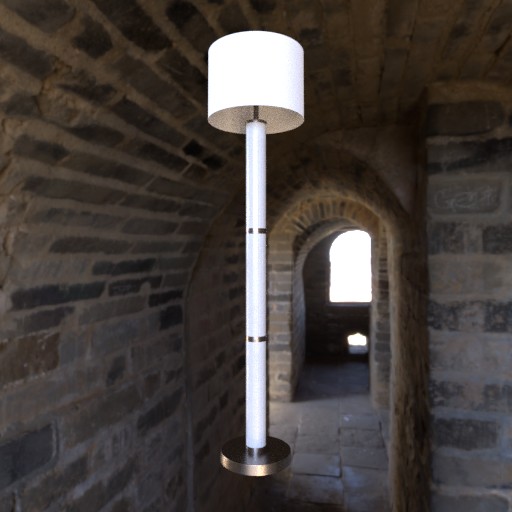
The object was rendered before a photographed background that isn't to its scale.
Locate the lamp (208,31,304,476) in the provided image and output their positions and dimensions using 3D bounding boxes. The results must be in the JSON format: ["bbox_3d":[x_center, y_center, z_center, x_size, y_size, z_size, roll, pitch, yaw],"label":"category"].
[{"bbox_3d":[0.000,0.000,1.751,0.377,1.599,0.377,0,0,-36],"label":"lamp"}]
